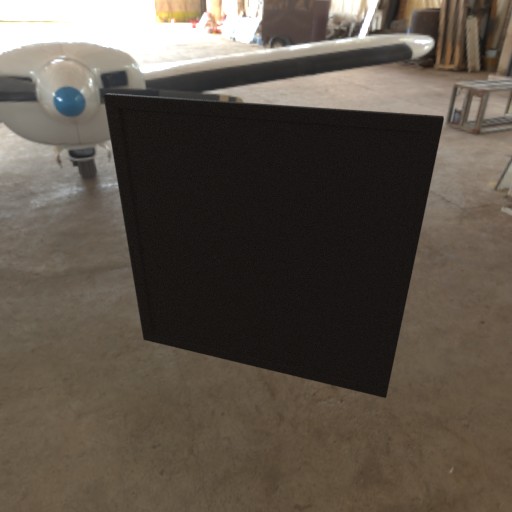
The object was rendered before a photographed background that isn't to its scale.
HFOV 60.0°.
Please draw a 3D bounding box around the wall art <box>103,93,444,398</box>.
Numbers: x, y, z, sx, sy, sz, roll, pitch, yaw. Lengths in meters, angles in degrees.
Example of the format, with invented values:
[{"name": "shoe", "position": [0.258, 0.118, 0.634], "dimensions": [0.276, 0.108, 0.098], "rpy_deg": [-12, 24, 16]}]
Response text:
[{"name": "wall art", "position": [0.000, 0.000, 0.845], "dimensions": [0.562, 0.558, 0.012], "rpy_deg": [10, 31, 16]}]
